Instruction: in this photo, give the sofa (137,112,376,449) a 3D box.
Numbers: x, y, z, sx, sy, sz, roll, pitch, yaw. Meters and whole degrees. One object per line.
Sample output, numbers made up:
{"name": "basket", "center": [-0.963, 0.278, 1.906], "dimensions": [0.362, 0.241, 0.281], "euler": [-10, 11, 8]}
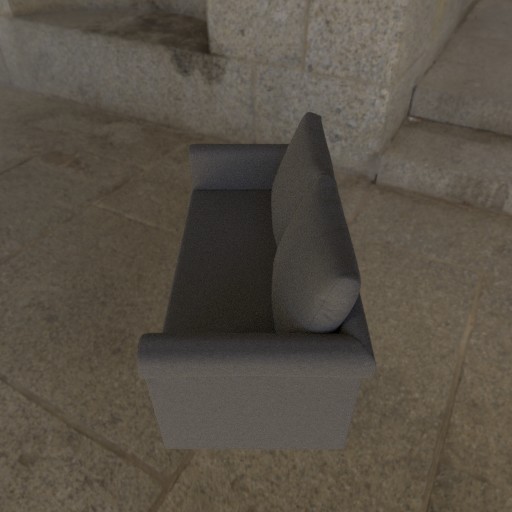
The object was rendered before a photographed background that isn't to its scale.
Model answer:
{"name": "sofa", "center": [0.000, 0.000, 2.016], "dimensions": [0.741, 0.872, 1.460], "euler": [0, 41, 0]}
